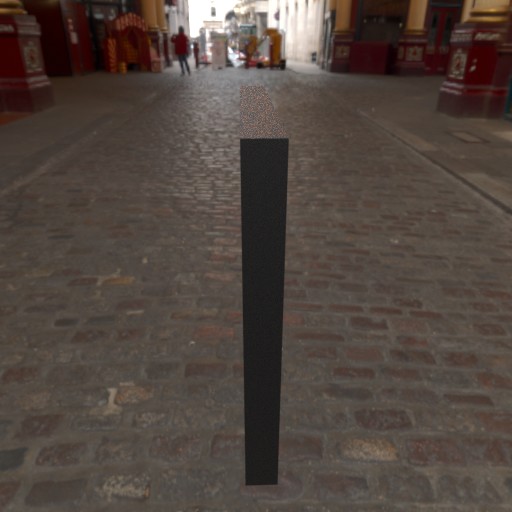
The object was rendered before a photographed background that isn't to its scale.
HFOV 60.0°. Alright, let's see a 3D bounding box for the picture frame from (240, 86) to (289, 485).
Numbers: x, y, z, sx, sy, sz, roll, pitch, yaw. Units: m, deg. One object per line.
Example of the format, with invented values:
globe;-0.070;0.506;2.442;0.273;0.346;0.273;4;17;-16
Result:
picture frame;0.000;0.000;0.482;0.030;0.317;0.317;-1;26;-2
